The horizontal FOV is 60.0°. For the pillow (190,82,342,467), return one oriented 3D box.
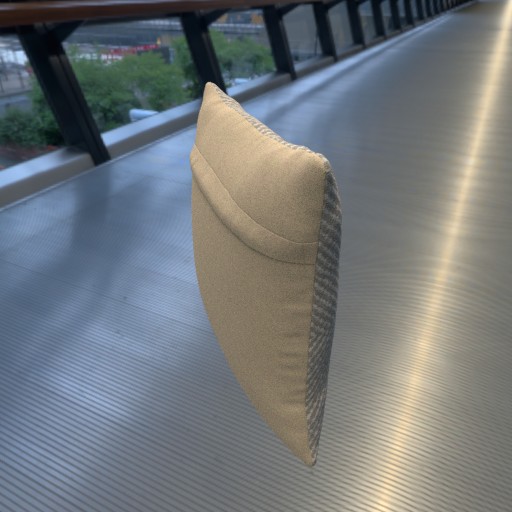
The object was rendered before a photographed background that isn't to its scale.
[{"bbox_3d":[0.000,0.000,0.704,0.181,0.458,0.459,-10,32,-16],"label":"pillow"}]
